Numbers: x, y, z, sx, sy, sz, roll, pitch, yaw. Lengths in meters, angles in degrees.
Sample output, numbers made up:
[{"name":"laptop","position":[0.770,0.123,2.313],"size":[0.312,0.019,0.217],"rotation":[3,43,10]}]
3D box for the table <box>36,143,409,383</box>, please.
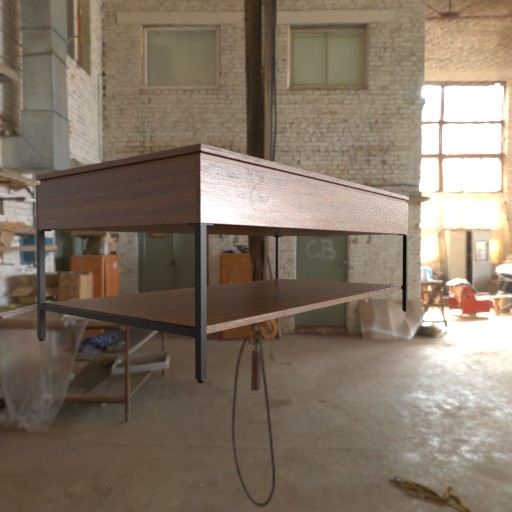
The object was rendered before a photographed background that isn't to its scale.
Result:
[{"name":"table","position":[0.000,0.000,1.354],"size":[0.574,0.414,1.057],"rotation":[1,2,37]}]
